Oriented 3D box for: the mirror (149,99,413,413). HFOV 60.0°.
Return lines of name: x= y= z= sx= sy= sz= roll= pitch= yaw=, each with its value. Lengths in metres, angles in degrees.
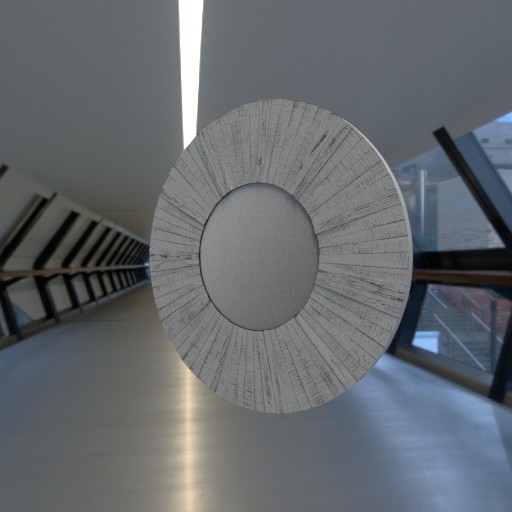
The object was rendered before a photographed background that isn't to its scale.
mirror: x=0.000 y=0.000 z=1.331 sx=0.914 sy=0.914 sz=0.038 roll=0 pitch=0 yaw=36
